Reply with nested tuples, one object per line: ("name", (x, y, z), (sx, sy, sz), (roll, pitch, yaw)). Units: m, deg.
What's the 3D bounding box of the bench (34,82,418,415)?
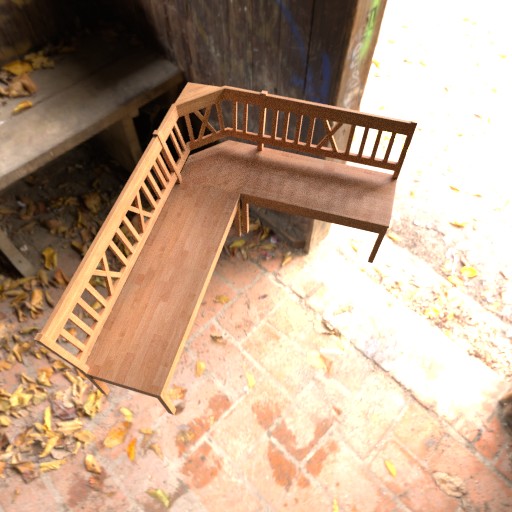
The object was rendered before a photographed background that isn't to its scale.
("bench", (0.000, 0.000, 2.762), (1.537, 0.902, 1.937), (14, 60, 8))
